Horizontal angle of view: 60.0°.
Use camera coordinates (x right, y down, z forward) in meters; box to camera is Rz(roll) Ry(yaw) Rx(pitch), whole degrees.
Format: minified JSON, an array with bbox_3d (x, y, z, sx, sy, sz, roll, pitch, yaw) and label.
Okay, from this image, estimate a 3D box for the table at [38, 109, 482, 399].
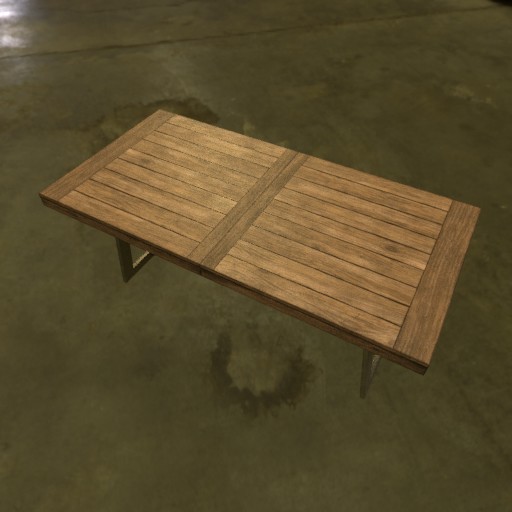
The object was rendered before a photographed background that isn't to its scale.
[{"bbox_3d":[0.000,0.000,2.358,1.867,0.757,0.931,22,50,20],"label":"table"}]
